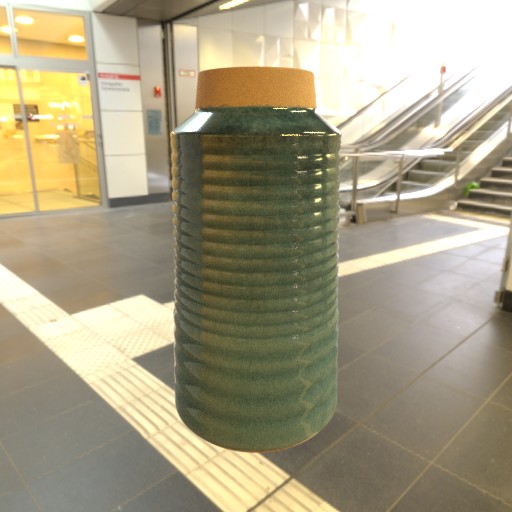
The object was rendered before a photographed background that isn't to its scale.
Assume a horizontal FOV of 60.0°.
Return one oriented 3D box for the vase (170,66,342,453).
[{"bbox_3d":[0.000,0.000,0.413,0.163,0.316,0.163,0,16,0],"label":"vase"}]
